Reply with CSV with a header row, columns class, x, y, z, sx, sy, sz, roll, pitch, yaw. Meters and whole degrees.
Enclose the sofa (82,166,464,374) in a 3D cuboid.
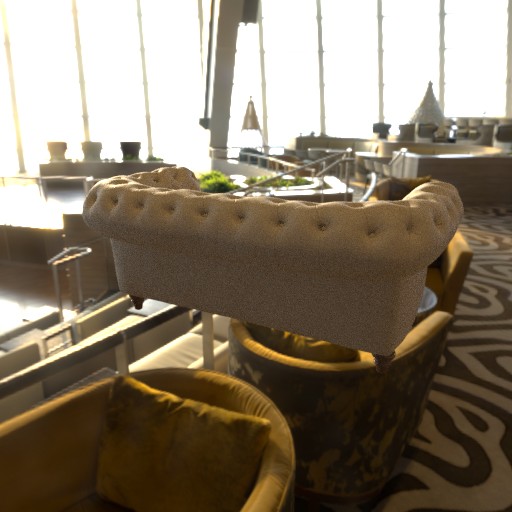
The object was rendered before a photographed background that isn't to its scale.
class,x,y,z,sx,sy,sz,roll,pitch,yaw
sofa,0.000,0.000,2.472,1.988,0.835,1.069,9,20,27
